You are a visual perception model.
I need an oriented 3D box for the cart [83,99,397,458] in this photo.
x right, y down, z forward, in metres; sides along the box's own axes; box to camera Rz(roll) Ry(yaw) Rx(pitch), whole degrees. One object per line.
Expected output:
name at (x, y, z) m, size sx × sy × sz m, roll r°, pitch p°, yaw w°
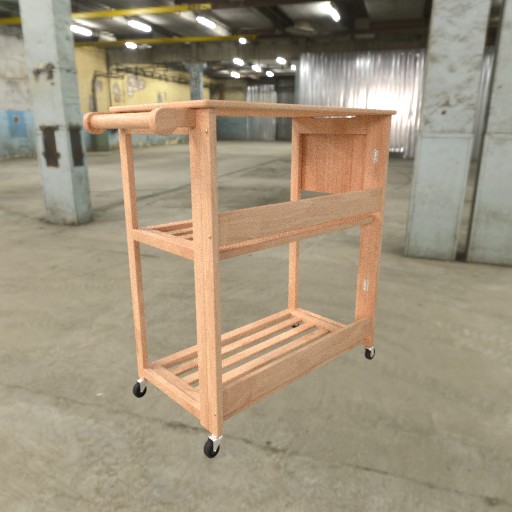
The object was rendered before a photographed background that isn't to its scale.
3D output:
cart at (0.000, 0.000, 1.387) m, size 0.853 × 0.879 × 0.432 m, roll -15°, pitch 22°, yaw -41°
